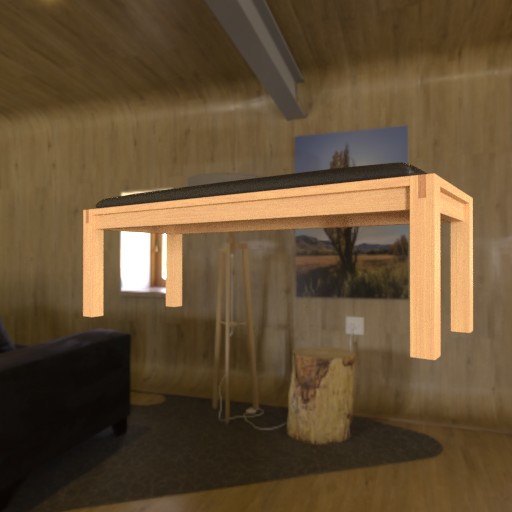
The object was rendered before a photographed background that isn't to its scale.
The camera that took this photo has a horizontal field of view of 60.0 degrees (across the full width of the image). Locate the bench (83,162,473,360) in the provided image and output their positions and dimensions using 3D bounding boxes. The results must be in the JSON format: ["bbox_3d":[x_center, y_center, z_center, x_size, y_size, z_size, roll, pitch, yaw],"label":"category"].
[{"bbox_3d":[0.000,0.000,1.430,1.202,0.430,0.450,0,0,35],"label":"bench"}]
